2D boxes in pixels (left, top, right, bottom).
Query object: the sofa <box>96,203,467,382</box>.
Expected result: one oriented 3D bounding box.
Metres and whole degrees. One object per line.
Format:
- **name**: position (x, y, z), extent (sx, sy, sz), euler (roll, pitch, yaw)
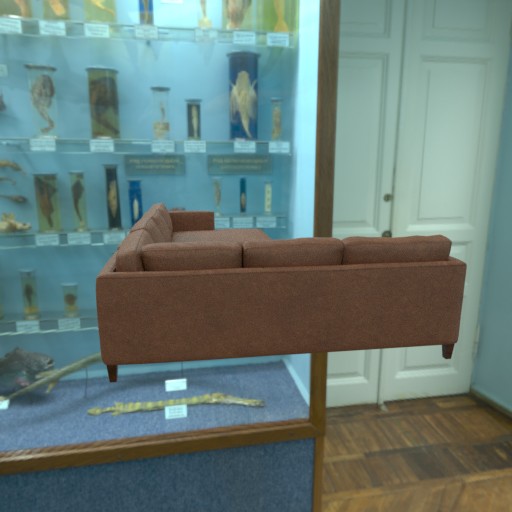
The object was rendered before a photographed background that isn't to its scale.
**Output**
- **sofa**: position (0.000, 0.000, 4.674), extent (2.593, 0.923, 3.460), euler (-2, 13, -8)
